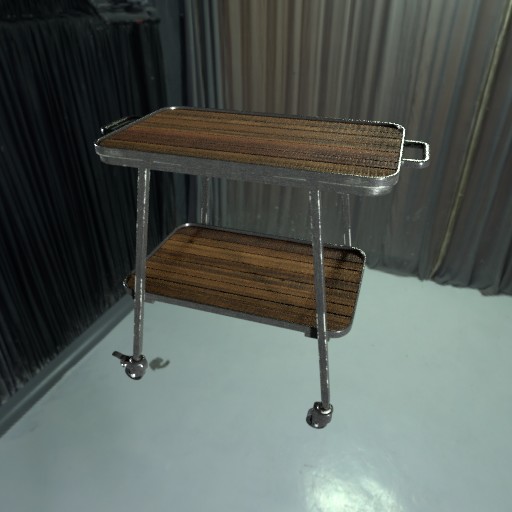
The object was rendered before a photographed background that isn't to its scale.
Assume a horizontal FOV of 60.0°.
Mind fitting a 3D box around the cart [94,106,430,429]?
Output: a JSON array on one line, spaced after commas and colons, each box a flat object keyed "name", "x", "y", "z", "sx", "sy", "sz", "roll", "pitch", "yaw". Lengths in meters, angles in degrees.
[{"name": "cart", "x": 0.000, "y": 0.000, "z": 1.264, "sx": 0.806, "sy": 0.700, "sz": 0.515, "roll": 10, "pitch": 33, "yaw": 15}]
